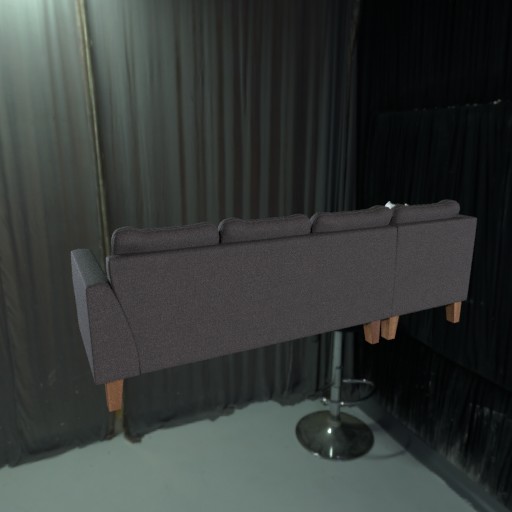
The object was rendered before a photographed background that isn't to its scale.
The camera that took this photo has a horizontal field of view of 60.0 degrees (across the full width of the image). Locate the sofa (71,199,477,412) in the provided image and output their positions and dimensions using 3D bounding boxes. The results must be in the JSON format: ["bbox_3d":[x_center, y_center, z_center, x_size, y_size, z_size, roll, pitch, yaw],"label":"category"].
[{"bbox_3d":[0.000,0.000,3.458,2.679,0.932,1.829,-7,17,-26],"label":"sofa"}]
